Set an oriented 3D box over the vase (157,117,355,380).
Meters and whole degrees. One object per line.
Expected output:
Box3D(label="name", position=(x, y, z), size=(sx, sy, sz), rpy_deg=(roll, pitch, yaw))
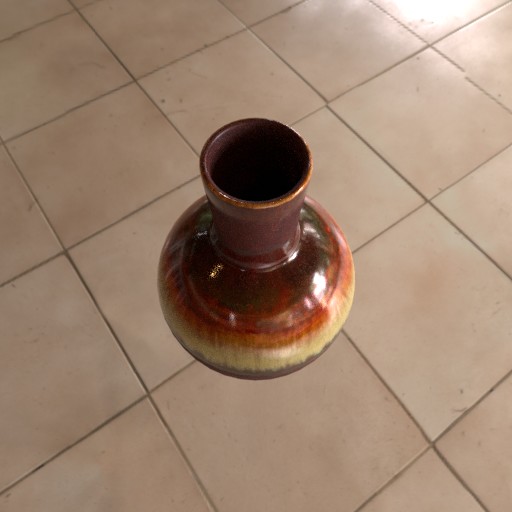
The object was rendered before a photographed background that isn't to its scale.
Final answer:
Box3D(label="vase", position=(0.000, 0.000, 0.228), size=(0.111, 0.154, 0.111), rpy_deg=(0, 63, 0))
